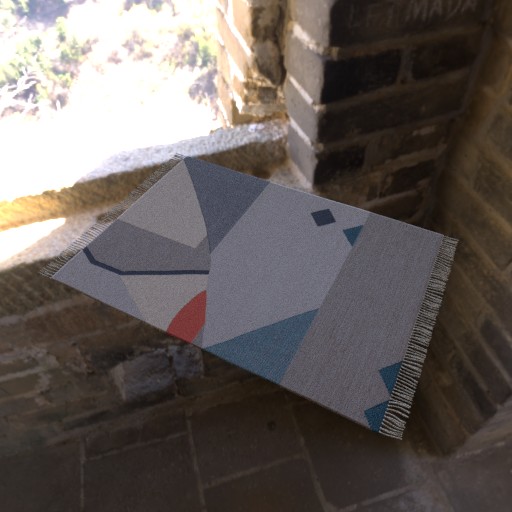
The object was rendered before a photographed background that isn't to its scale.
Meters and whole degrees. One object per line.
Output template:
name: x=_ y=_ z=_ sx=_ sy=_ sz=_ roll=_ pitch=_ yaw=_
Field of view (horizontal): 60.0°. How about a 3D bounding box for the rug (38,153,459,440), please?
rug: x=0.000 y=0.000 z=2.293 sx=1.828 sy=0.005 sz=1.220 roll=20 pitch=49 yaw=19
